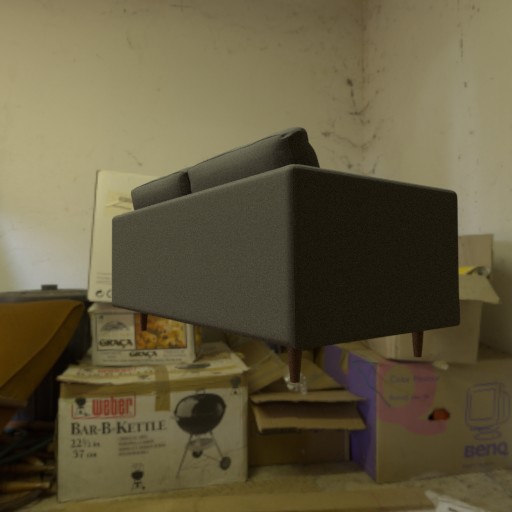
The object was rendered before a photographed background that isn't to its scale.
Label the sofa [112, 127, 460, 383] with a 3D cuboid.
[{"bbox_3d":[0.000,0.000,2.244,0.940,0.866,1.713,1,-1,-35],"label":"sofa"}]
